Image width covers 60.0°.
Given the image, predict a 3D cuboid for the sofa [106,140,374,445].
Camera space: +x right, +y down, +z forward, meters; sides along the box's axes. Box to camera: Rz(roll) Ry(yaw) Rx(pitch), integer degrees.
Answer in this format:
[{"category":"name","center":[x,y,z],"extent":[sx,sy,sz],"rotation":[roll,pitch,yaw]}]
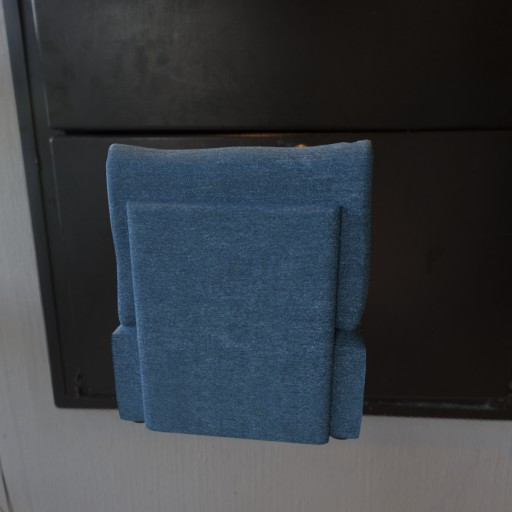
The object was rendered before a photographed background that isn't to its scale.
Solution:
[{"category":"sofa","center":[0.000,0.000,1.603],"extent":[0.700,0.820,1.000],"rotation":[2,15,7]}]
